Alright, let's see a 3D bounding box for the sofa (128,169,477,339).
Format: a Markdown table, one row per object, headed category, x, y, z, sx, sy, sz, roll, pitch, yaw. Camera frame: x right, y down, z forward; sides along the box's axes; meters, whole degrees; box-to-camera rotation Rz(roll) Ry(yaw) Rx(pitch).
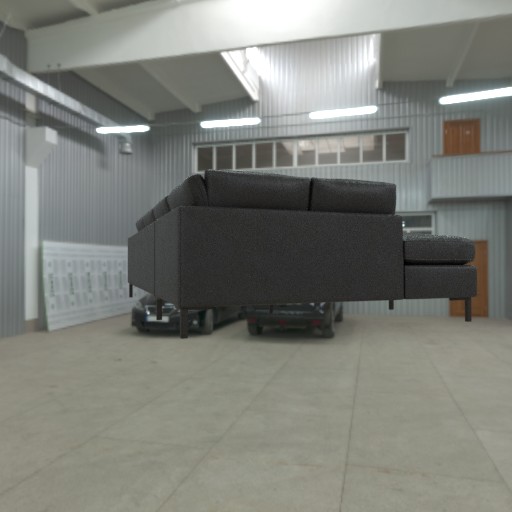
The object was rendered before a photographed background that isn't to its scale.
| category | x | y | z | sx | sy | sz | roll | pitch | yaw |
| --- | --- | --- | --- | --- | --- | --- | --- | --- | --- |
| sofa | 0.000 | 0.000 | 3.892 | 1.938 | 0.877 | 2.984 | 0 | -1 | -21 |
